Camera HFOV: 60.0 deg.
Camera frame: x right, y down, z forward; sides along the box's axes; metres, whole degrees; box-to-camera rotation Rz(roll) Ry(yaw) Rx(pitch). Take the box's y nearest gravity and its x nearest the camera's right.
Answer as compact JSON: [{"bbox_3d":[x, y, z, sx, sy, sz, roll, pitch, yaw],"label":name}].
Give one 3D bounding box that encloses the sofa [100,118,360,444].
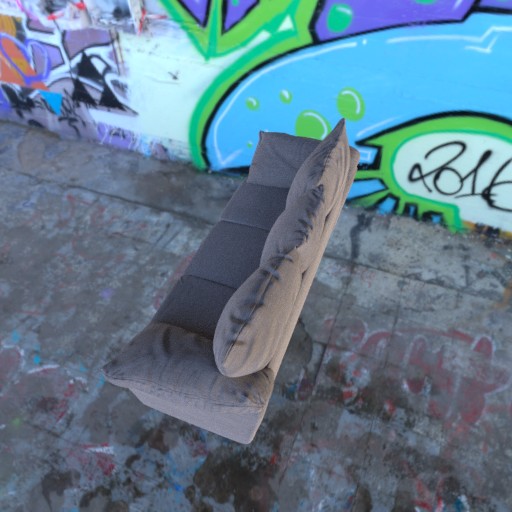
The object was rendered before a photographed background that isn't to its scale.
[{"bbox_3d":[0.000,0.000,3.012,0.927,1.043,2.390,16,49,14],"label":"sofa"}]
